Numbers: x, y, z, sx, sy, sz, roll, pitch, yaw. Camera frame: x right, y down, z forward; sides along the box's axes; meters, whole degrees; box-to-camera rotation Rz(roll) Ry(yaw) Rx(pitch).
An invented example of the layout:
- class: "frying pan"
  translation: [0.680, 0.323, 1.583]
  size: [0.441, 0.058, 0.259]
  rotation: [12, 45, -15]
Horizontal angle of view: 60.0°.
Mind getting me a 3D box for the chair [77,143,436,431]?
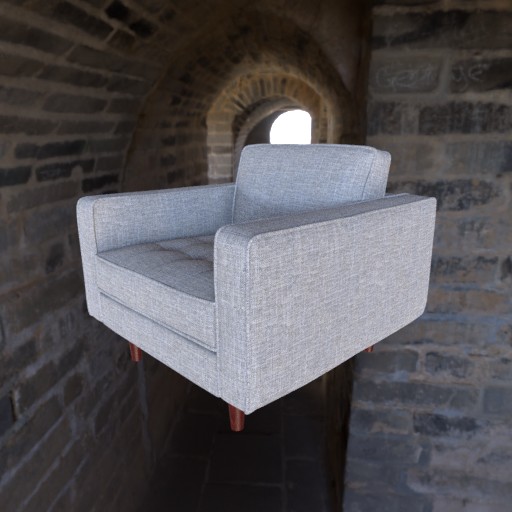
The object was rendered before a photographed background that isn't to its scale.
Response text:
- class: "chair"
  translation: [0.000, 0.000, 1.562]
  size: [0.914, 0.765, 0.889]
  rotation: [-14, 20, -42]
